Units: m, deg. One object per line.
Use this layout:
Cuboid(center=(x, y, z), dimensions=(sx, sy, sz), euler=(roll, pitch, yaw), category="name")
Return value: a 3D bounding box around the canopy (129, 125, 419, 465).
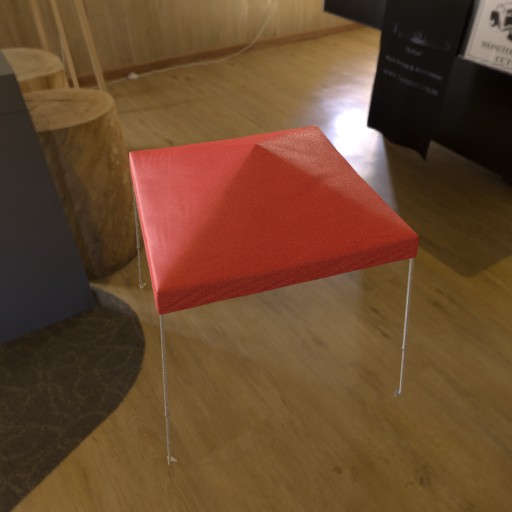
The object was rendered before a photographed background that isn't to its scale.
Cuboid(center=(0.000, 0.000, 6.509), dimensions=(3.600, 3.600, 3.599), euler=(-12, 43, -13), category="canopy")
